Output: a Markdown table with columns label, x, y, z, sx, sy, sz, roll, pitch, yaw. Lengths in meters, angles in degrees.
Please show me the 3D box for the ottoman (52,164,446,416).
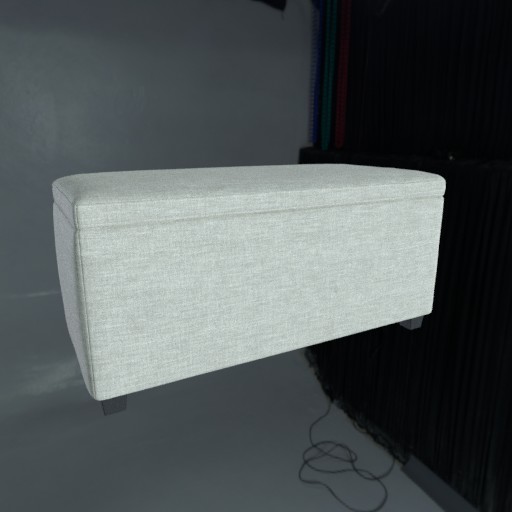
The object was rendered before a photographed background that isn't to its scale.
| label | x | y | z | sx | sy | sz | roll | pitch | yaw |
| --- | --- | --- | --- | --- | --- | --- | --- | --- | --- |
| ottoman | 0.000 | 0.000 | 1.123 | 0.902 | 0.432 | 0.419 | -8 | 17 | -27 |
